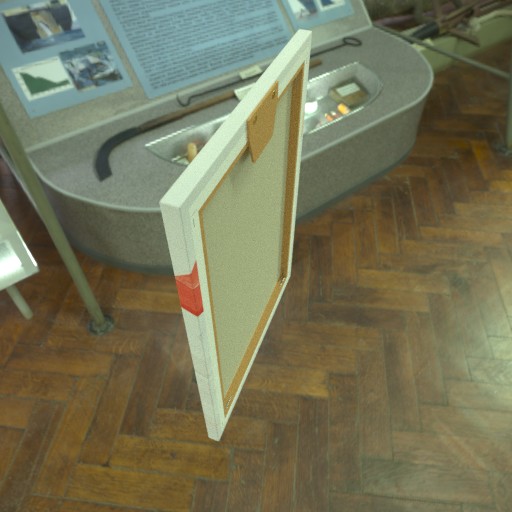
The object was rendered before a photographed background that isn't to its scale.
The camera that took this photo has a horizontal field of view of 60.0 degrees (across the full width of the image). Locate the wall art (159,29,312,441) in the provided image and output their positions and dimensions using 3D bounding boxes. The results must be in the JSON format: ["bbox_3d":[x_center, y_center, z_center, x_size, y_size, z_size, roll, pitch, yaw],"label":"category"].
[{"bbox_3d":[0.000,0.000,1.318,0.045,1.014,0.759,16,49,14],"label":"wall art"}]
